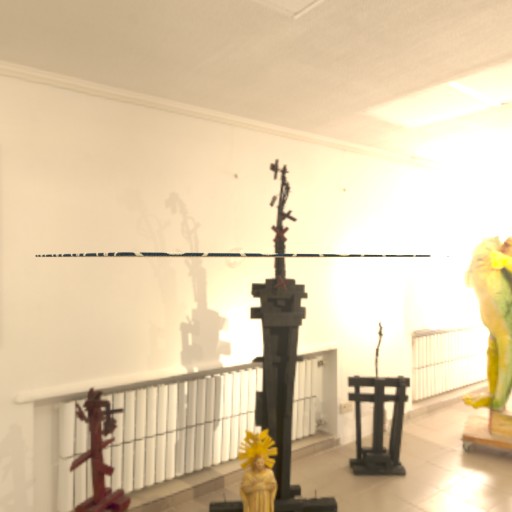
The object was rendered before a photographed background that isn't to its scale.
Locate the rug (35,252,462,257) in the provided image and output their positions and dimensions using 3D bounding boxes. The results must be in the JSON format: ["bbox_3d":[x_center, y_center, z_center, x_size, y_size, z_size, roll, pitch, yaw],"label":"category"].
[{"bbox_3d":[0.000,0.000,2.164,1.753,0.010,1.143,0,0,-37],"label":"rug"}]
